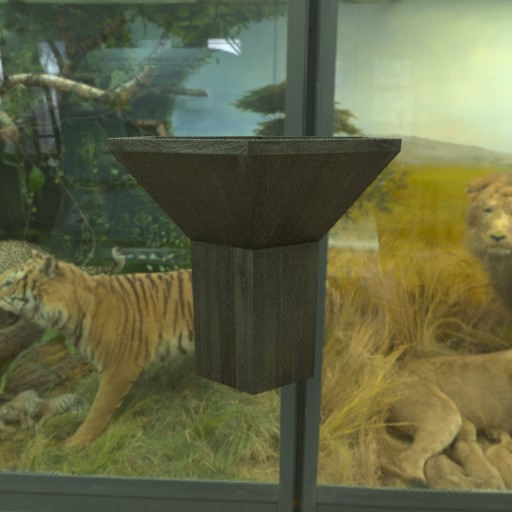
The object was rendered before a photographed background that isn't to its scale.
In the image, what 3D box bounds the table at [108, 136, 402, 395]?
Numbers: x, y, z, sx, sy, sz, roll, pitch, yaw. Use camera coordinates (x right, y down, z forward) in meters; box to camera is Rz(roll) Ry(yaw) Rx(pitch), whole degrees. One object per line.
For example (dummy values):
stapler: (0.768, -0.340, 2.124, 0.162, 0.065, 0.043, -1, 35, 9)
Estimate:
table: (0.000, 0.000, 1.134, 0.683, 0.586, 0.592, -8, 18, -27)
